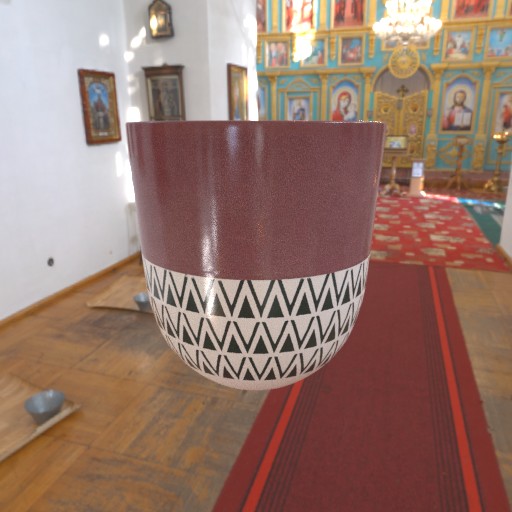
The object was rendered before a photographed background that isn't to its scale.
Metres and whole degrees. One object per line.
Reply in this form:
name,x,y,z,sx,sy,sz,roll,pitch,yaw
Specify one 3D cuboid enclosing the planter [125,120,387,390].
planter,0.000,0.000,0.372,0.195,0.214,0.195,0,16,0
